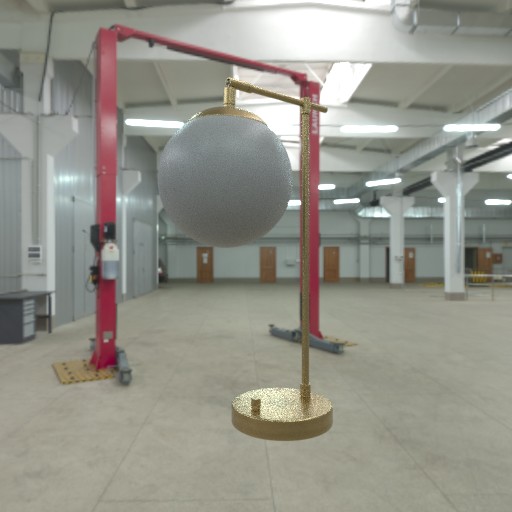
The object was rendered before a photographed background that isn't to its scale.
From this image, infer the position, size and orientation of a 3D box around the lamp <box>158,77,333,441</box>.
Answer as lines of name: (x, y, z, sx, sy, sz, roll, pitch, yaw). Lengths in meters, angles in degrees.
lamp: (0.000, 0.000, 0.720, 0.324, 0.559, 0.207, 0, 0, -37)
